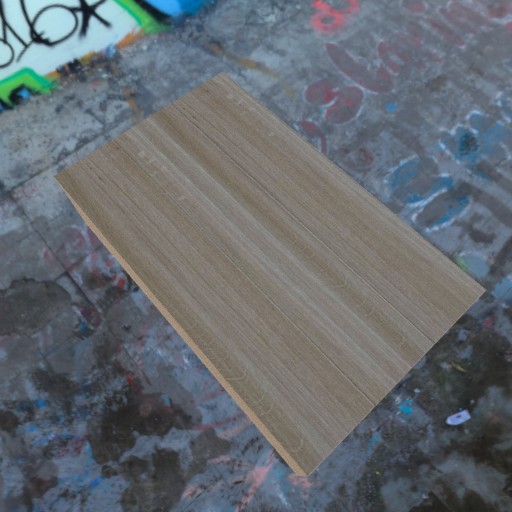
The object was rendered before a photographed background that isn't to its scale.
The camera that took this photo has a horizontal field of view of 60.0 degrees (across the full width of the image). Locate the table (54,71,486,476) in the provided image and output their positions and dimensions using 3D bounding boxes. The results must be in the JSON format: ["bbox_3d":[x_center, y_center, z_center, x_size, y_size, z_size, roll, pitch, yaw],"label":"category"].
[{"bbox_3d":[0.000,0.000,1.437,0.678,0.353,1.110,-39,70,-17],"label":"table"}]
